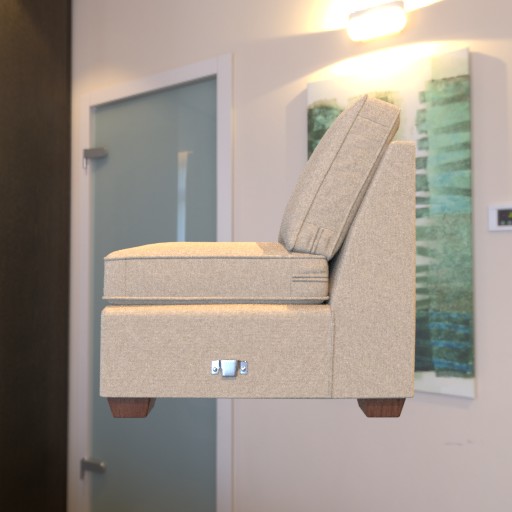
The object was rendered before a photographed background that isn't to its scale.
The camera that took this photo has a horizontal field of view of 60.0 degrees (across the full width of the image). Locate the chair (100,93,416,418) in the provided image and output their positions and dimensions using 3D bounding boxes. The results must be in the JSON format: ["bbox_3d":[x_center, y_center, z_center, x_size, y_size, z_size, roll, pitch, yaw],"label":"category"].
[{"bbox_3d":[0.000,0.000,1.728,1.020,1.058,0.674,0,-1,0],"label":"chair"}]
